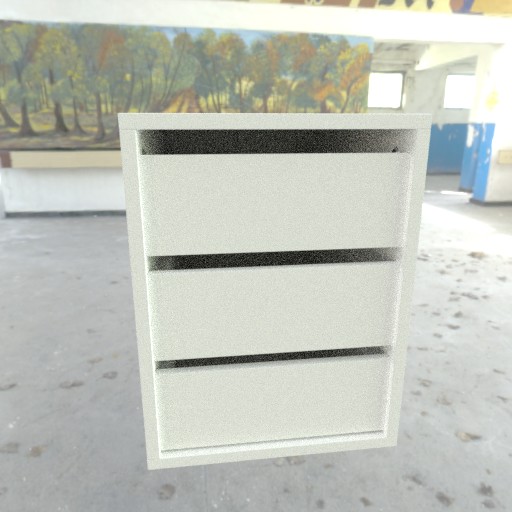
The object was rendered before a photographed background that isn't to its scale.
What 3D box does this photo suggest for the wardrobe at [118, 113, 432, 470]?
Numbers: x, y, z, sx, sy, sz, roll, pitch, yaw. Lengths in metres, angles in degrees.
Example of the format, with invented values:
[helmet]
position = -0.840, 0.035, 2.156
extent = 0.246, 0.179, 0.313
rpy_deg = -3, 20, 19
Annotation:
[wardrobe]
position = 0.000, 0.000, 0.866
extent = 0.400, 0.520, 0.500
rpy_deg = -2, 17, -7
